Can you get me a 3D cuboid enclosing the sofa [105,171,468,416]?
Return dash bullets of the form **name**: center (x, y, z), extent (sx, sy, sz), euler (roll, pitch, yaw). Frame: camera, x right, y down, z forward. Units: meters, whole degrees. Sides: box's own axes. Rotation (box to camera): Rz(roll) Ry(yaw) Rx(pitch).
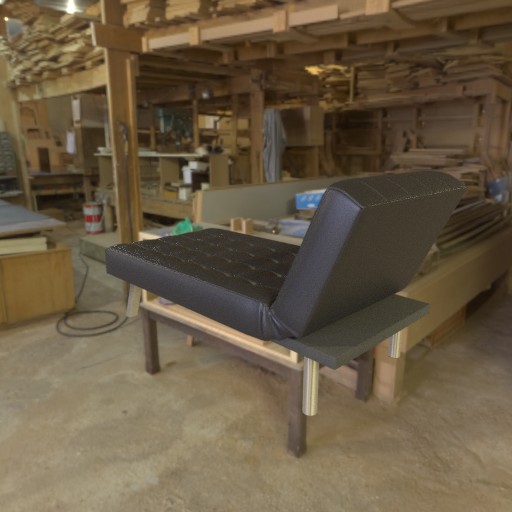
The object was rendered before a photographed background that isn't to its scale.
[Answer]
- **sofa**: center (0.000, 0.000, 2.063), extent (0.760, 0.820, 1.560), euler (-14, 20, -43)
